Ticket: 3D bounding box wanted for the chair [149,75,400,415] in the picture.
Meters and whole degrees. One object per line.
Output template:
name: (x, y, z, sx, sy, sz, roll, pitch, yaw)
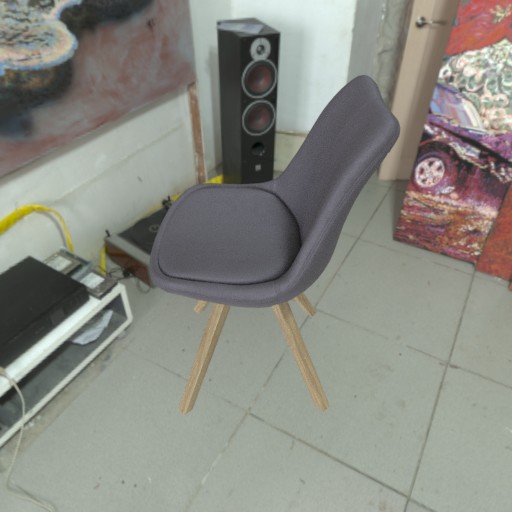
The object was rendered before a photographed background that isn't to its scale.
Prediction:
chair: (0.000, 0.000, 1.191, 0.547, 0.865, 0.483, 0, 40, 0)
